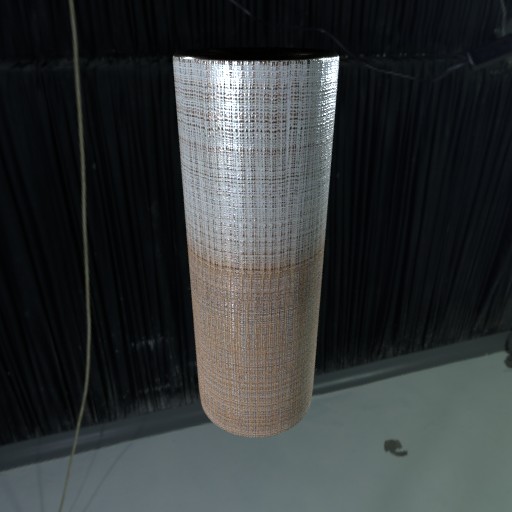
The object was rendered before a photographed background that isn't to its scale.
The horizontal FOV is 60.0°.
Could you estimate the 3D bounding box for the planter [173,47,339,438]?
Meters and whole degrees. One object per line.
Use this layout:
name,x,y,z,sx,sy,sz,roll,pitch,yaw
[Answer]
planter,0.000,0.000,0.330,0.099,0.278,0.099,-10,29,-18
